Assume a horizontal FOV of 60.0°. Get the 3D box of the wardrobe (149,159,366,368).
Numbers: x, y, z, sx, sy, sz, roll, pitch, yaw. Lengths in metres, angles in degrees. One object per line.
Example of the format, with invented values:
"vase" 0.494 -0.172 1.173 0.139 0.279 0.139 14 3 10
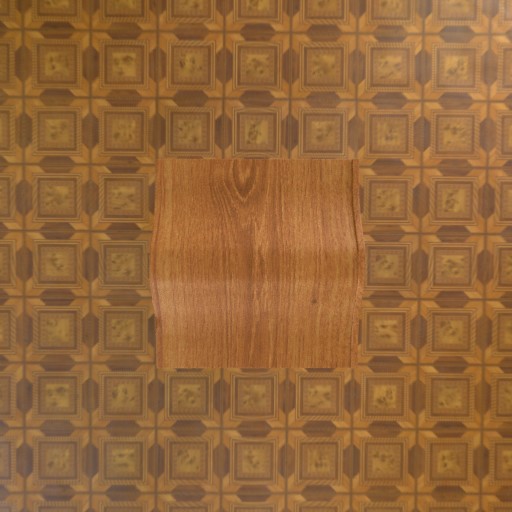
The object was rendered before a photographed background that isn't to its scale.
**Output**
"wardrobe" 0.000 0.000 2.099 0.570 1.870 0.590 0 92 0
